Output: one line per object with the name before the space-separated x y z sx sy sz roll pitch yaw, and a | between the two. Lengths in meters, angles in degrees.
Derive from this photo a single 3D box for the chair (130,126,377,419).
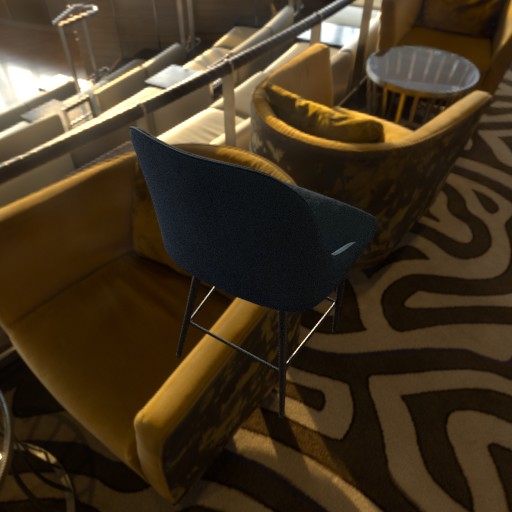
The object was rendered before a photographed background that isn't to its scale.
chair | 0.000 0.000 1.236 0.526 0.927 0.489 24 50 22
